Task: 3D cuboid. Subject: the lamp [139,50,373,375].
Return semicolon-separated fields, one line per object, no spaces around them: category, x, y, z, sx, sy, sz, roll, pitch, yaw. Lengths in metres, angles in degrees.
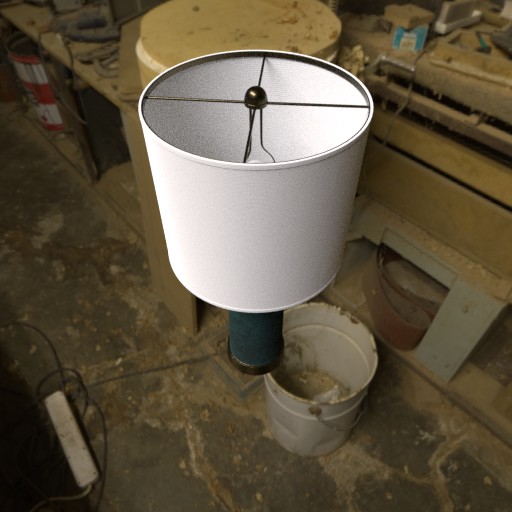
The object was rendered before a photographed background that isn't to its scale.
lamp;0.000;0.000;0.795;0.301;0.630;0.301;-31;54;-26
